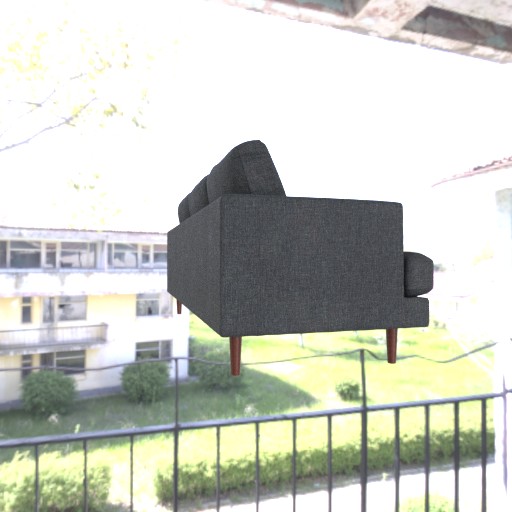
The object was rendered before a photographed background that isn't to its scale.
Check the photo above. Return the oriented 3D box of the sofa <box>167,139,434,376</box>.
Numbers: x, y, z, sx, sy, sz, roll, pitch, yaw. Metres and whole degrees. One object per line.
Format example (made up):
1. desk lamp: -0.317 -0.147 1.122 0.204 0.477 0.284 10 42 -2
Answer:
1. sofa: 0.000 0.000 2.750 0.903 0.930 2.246 0 0 -16
